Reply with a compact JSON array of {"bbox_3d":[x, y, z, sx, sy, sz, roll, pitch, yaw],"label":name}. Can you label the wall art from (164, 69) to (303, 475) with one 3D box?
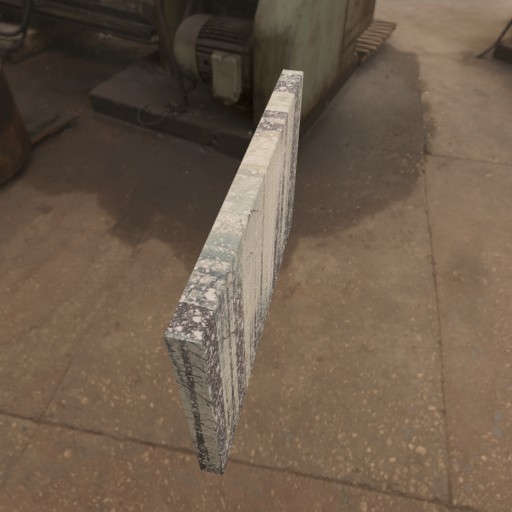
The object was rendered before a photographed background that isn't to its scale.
[{"bbox_3d":[0.000,0.000,0.785,0.042,0.398,0.618,10,48,9],"label":"wall art"}]
